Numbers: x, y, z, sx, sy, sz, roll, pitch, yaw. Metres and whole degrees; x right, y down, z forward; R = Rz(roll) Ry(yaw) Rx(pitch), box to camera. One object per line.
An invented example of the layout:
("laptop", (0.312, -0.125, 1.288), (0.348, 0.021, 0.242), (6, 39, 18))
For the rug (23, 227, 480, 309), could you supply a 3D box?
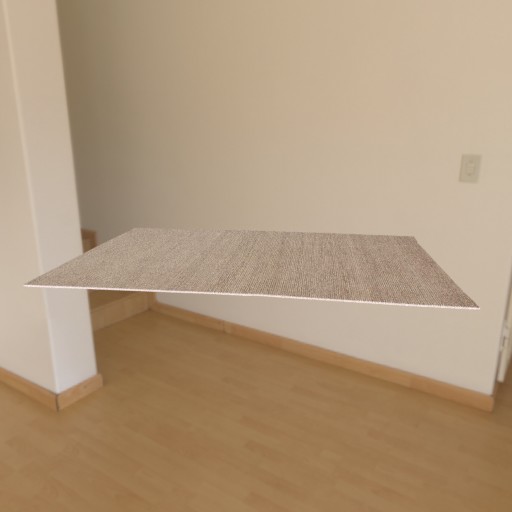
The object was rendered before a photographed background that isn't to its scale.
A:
("rug", (0.000, 0.000, 2.260), (1.792, 0.021, 1.154), (2, 16, 8))
